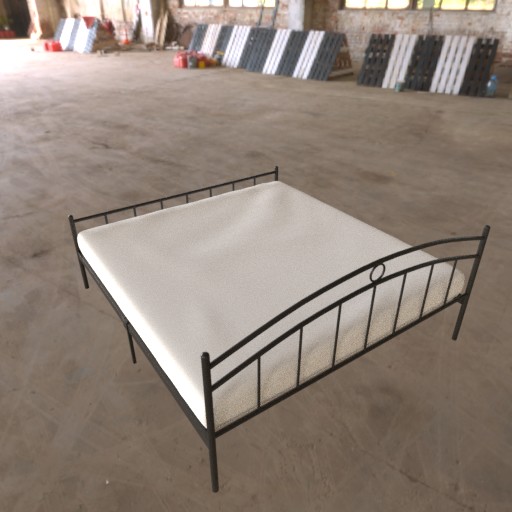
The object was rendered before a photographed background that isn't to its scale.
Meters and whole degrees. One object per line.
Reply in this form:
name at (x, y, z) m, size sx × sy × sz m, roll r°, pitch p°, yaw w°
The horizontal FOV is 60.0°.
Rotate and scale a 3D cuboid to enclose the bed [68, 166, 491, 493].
bed at (0.000, 0.000, 2.996) m, size 1.880 × 0.940 × 2.040 m, roll -19°, pitch 36°, yaw -29°
